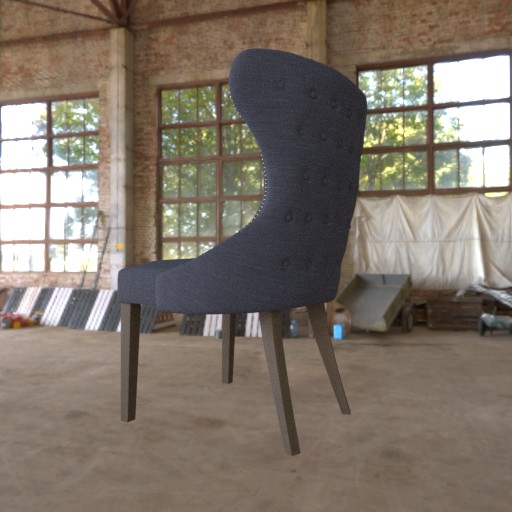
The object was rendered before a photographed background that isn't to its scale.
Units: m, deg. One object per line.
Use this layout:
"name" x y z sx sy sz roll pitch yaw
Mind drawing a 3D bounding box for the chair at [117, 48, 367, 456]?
"chair" 0.000 0.000 1.353 0.635 0.967 0.628 0 -1 34
